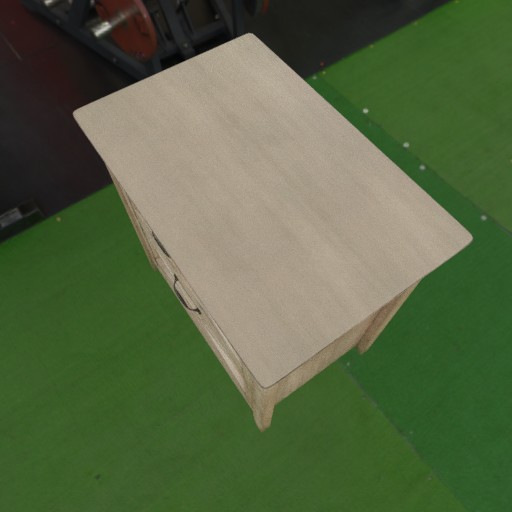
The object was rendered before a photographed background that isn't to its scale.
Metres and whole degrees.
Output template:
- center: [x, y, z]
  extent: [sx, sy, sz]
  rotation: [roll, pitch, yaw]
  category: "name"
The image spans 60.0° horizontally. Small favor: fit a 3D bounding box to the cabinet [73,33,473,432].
- center: [0.000, 0.000, 1.267]
  extent: [0.503, 0.762, 0.763]
  rotation: [-32, 66, -16]
  category: "cabinet"
